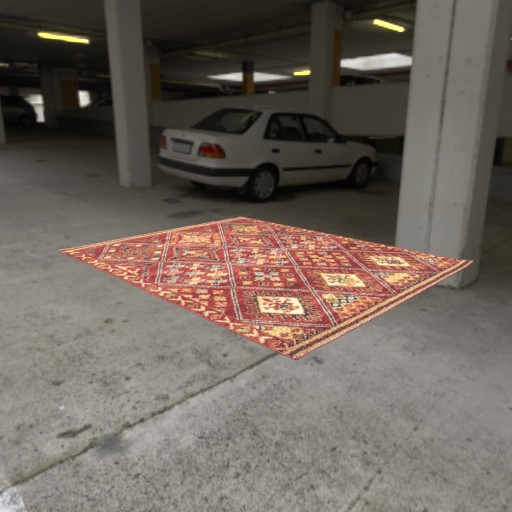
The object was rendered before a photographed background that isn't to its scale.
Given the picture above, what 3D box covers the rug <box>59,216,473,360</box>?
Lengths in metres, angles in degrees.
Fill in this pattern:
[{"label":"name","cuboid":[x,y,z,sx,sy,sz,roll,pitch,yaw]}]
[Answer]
[{"label":"rug","cuboid":[0.000,0.000,4.206,2.489,0.030,3.086,-15,22,-43]}]
